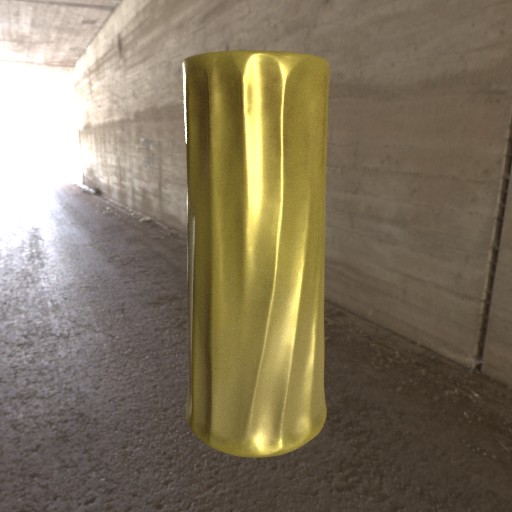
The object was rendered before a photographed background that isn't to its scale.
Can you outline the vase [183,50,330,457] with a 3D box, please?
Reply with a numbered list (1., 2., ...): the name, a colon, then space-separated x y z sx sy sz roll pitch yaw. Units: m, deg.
1. vase: 0.000 0.000 0.177 0.061 0.143 0.061 0 15 0
